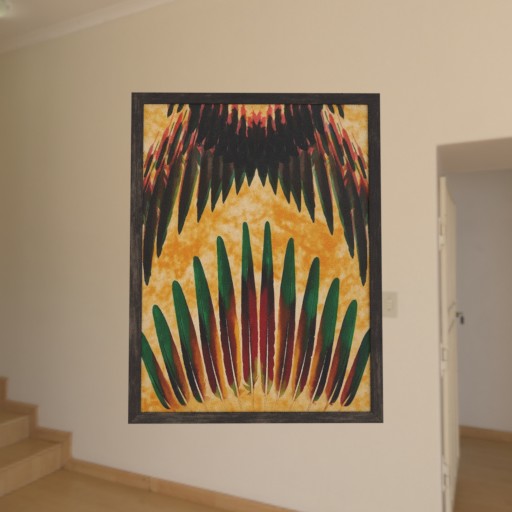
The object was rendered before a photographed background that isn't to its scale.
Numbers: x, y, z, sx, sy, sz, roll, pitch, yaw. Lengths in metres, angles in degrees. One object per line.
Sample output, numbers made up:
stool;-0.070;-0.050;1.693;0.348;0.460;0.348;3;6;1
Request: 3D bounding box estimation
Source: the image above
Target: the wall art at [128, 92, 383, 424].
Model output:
wall art;0.000;0.000;1.442;0.812;1.066;0.029;0;-2;-1
